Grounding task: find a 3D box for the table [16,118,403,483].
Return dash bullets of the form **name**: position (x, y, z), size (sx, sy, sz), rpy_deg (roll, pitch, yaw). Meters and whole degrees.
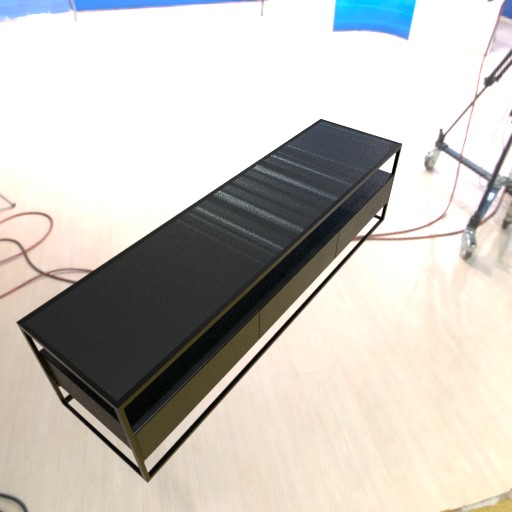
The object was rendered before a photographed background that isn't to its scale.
- **table**: position (0.000, 0.000, 1.606), size (0.399, 0.395, 1.486), rpy_deg (27, 48, 27)
